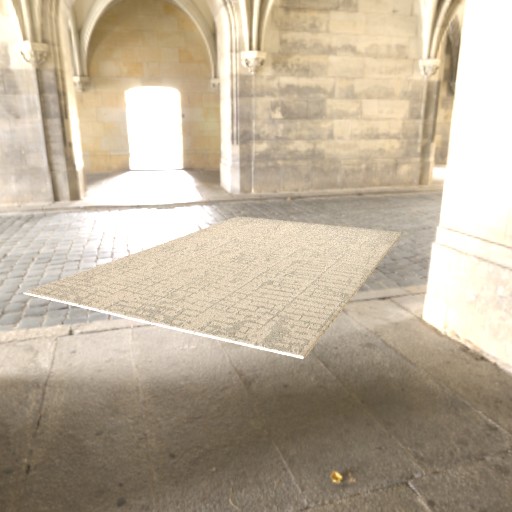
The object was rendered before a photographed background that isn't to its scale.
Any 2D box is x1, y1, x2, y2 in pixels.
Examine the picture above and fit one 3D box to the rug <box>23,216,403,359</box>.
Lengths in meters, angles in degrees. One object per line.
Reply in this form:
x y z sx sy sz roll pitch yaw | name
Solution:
0.000 0.000 2.331 1.211 0.007 1.827 8 18 25 | rug
